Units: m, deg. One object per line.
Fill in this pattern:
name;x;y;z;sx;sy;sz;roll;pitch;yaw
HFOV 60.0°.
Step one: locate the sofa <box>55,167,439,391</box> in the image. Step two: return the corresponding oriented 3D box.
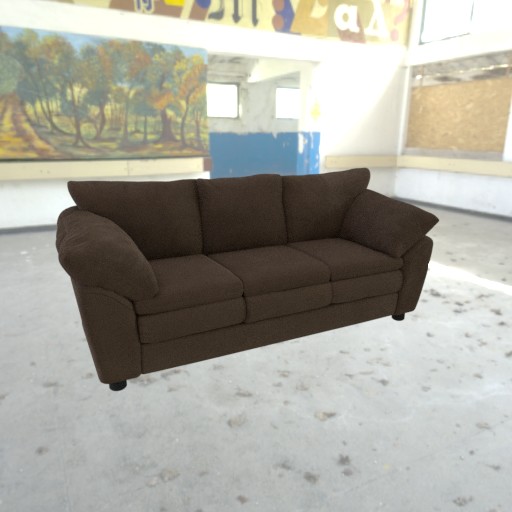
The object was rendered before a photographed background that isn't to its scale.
sofa;0.000;0.000;2.853;2.336;1.015;0.878;-8;17;-26
